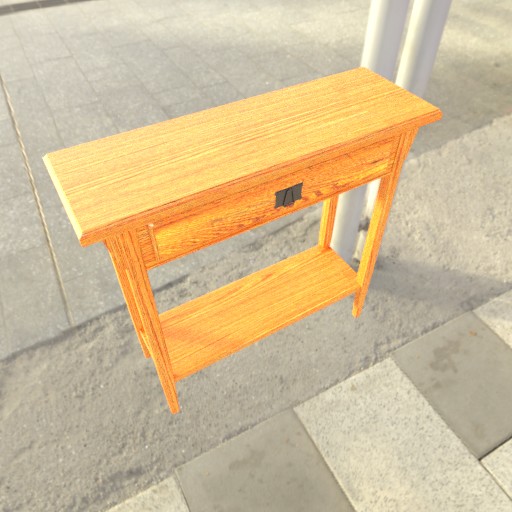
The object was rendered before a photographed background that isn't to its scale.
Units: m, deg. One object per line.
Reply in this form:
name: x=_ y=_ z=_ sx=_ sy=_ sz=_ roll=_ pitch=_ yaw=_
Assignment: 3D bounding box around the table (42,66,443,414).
table: x=0.000 y=0.000 z=1.123 sx=0.762 sy=0.711 sz=0.254 roll=-23 pitch=50 yaw=-21
